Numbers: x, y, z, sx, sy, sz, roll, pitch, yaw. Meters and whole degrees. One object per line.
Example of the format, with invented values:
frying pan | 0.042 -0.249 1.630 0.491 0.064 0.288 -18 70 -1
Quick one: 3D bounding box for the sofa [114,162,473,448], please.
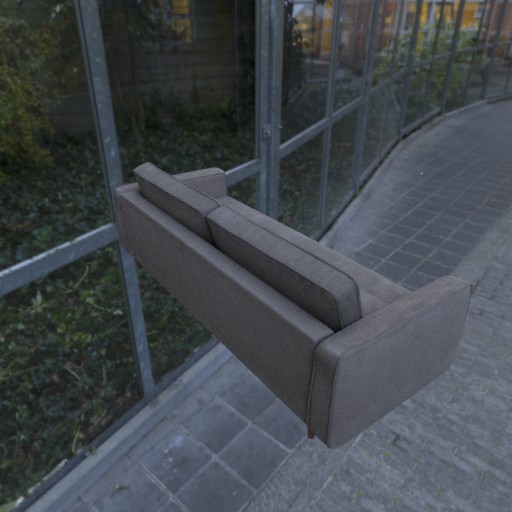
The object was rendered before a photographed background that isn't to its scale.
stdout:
sofa | 0.000 0.000 2.704 0.923 0.813 2.295 -19 34 -31
